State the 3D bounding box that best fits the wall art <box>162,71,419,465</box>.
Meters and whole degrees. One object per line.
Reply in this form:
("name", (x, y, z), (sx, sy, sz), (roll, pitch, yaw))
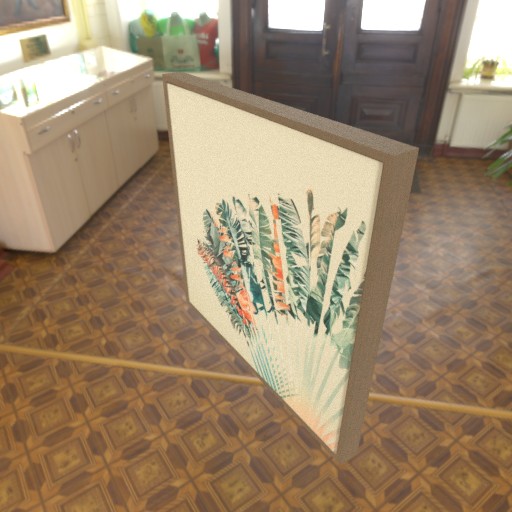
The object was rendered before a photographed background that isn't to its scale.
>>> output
("wall art", (0.000, 0.000, 0.747), (0.038, 0.506, 0.508), (-21, 38, -30))
